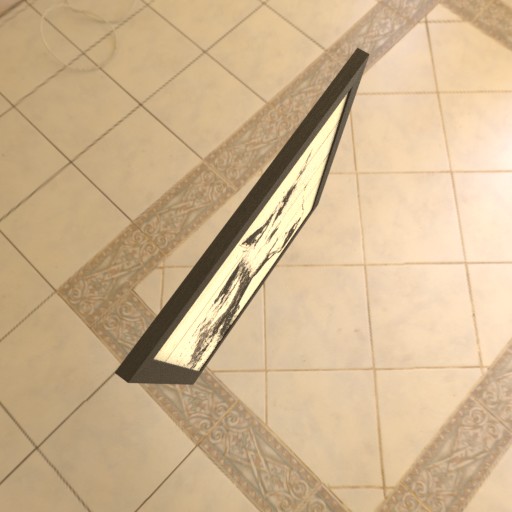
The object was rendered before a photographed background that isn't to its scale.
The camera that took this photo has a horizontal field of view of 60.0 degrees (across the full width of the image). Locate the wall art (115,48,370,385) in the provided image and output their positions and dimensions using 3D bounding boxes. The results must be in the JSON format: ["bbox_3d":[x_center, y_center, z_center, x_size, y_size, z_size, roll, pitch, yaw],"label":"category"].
[{"bbox_3d":[0.000,0.000,1.547,0.038,1.016,1.016,33,76,9],"label":"wall art"}]
